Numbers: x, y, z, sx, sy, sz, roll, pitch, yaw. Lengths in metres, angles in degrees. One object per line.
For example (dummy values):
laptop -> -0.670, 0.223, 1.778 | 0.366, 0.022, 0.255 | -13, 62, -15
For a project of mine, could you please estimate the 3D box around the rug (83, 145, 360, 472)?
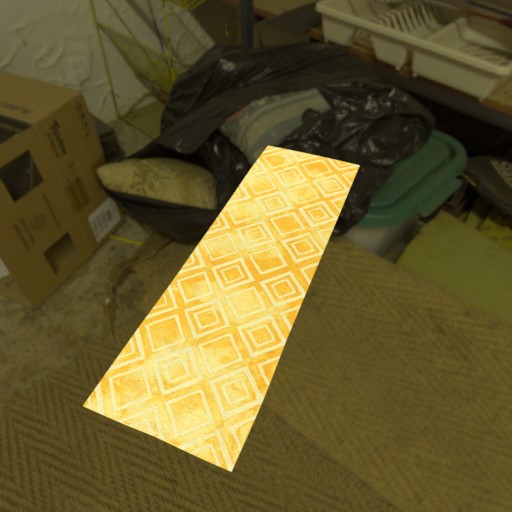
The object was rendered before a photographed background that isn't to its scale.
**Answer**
rug -> 0.000, 0.000, 2.757 | 0.775, 0.010, 2.438 | 16, 48, 15
